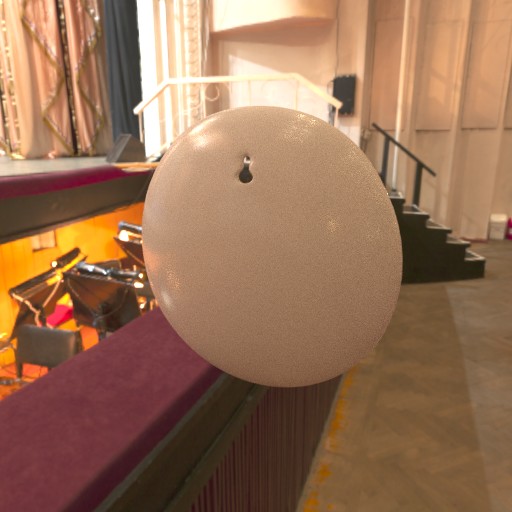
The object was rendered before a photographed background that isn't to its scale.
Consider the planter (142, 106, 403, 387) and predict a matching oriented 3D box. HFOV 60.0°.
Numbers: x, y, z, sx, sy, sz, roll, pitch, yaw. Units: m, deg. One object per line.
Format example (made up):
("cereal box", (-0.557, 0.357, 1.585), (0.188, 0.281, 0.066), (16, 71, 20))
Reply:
("planter", (0.000, 0.000, 0.292), (0.185, 0.188, 0.043), (7, 18, 24))
